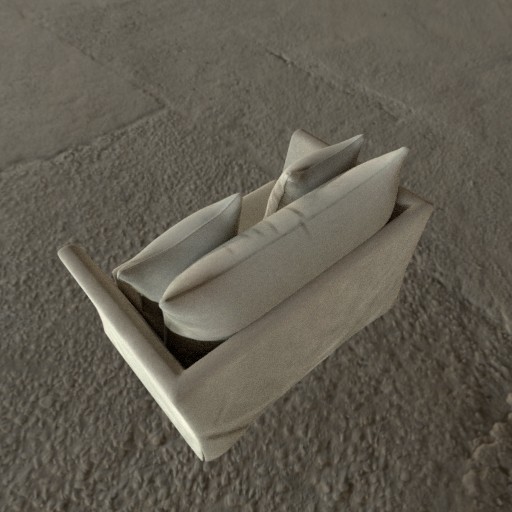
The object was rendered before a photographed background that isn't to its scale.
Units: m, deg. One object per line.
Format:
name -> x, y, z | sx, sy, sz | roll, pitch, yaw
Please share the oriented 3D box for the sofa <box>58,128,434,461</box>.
sofa -> 0.000, 0.000, 2.308 | 1.608, 1.040, 1.035 | -33, 55, -26
